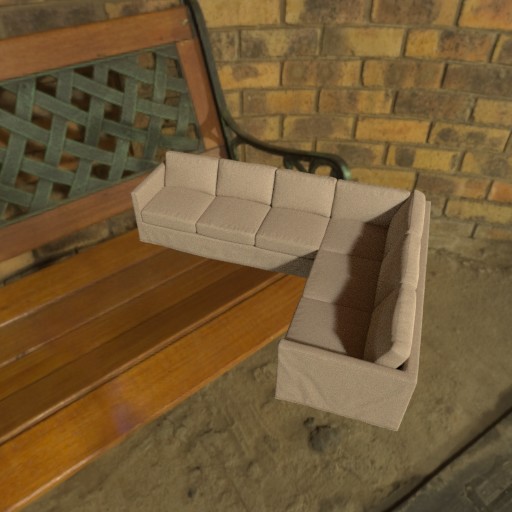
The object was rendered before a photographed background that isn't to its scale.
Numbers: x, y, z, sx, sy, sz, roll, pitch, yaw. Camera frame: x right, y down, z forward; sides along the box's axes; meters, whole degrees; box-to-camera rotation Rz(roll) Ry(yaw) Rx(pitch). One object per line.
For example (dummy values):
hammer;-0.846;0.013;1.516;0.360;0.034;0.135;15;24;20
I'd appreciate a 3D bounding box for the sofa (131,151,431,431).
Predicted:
sofa;0.000;0.000;4.468;3.182;0.871;2.432;13;42;14
